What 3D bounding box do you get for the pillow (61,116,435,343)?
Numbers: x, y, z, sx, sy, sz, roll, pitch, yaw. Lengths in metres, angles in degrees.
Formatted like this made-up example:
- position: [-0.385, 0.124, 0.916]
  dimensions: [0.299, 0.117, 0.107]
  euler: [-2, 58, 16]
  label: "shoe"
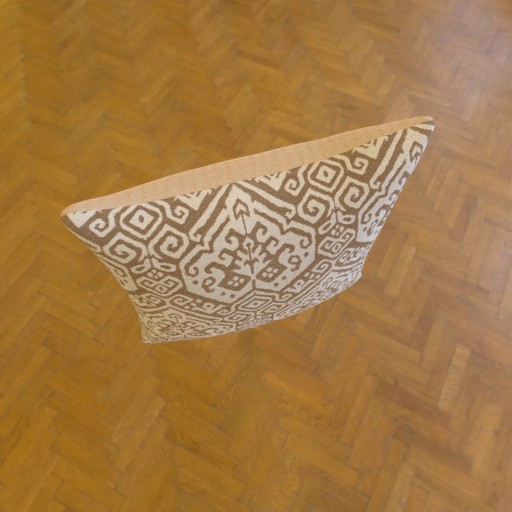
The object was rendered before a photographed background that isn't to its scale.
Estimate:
- position: [0.000, 0.000, 0.639]
  dimensions: [0.419, 0.407, 0.173]
  euler: [-16, 63, -8]
  label: "pillow"
